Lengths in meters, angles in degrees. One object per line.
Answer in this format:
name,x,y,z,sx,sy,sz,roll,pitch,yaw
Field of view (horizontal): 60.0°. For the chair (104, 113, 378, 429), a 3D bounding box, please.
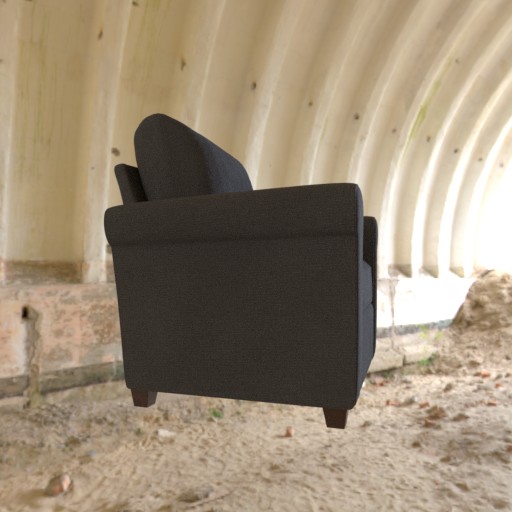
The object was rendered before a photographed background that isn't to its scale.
chair,0.000,0.000,1.633,0.828,0.942,0.867,-1,-2,18
